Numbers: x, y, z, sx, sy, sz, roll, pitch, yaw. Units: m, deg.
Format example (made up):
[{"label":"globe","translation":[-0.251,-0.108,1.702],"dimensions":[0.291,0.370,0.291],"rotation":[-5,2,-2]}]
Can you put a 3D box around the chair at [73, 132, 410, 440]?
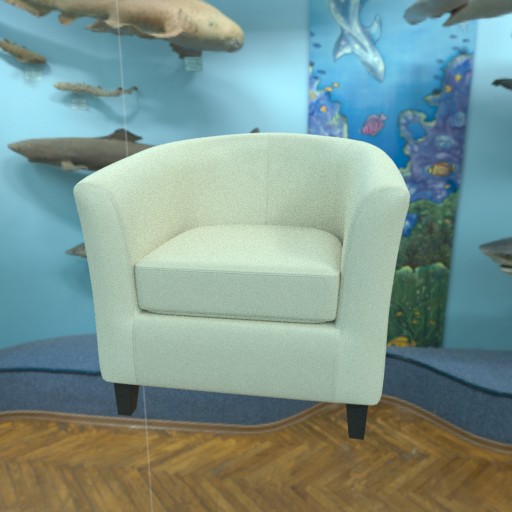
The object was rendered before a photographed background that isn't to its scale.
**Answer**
[{"label":"chair","translation":[0.000,0.000,1.383],"dimensions":[0.792,0.756,0.727],"rotation":[2,14,9]}]
